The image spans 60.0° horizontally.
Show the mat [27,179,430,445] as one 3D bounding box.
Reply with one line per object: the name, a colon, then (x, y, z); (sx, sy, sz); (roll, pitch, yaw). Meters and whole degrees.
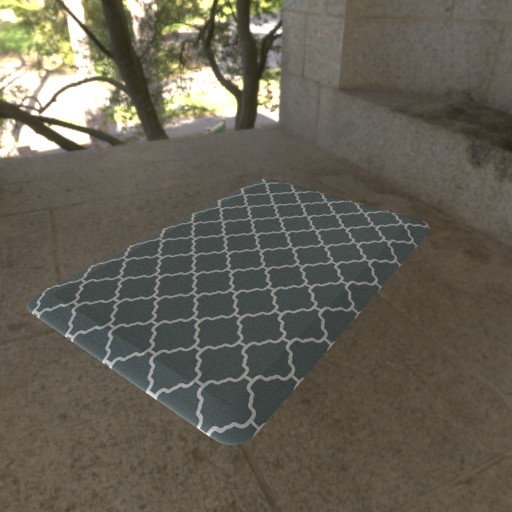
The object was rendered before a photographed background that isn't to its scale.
mat: (0.000, 0.000, 0.933); (0.508, 0.021, 0.762); (21, 38, 30)
